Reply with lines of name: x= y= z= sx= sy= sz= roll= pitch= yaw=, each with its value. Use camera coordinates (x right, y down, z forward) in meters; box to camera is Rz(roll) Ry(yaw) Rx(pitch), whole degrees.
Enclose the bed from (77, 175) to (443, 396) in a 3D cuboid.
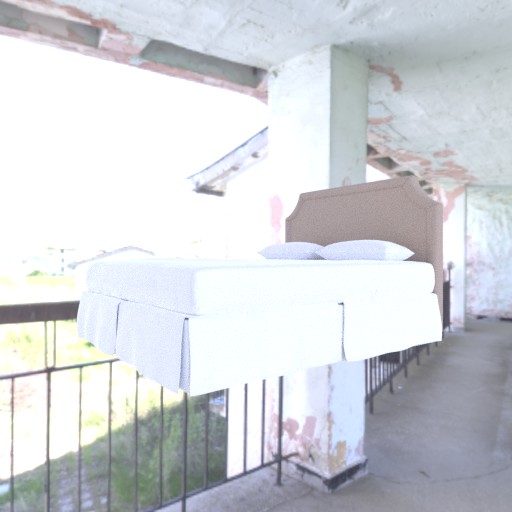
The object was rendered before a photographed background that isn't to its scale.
bed: x=0.000 y=0.000 z=4.219 sx=2.773 sy=1.590 sz=2.350 roll=0 pitch=0 yaw=-37
